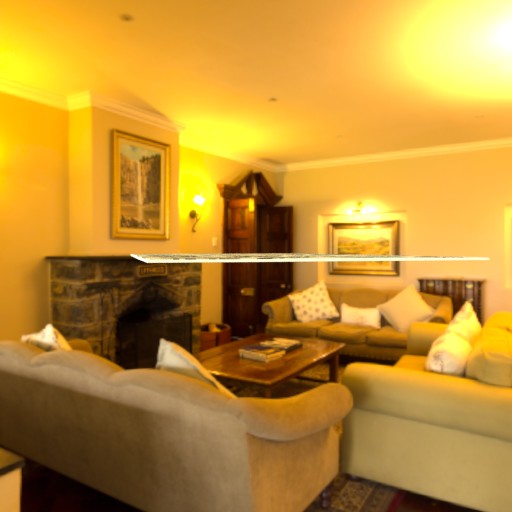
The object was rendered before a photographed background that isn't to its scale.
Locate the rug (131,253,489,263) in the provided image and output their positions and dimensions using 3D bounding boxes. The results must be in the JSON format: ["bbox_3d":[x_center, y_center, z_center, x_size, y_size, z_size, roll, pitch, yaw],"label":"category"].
[{"bbox_3d":[0.000,0.000,2.867,1.514,0.014,2.275,0,1,-17],"label":"rug"}]
